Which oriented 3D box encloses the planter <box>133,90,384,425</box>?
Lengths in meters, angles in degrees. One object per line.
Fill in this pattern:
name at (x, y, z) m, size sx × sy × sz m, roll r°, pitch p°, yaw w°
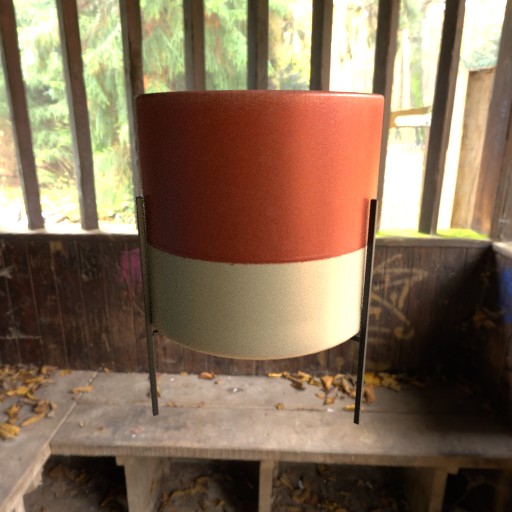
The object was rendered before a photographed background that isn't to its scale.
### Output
planter at (0.000, 0.000, 0.689) m, size 0.354 × 0.465 × 0.345 m, roll -8°, pitch 19°, yaw -25°
